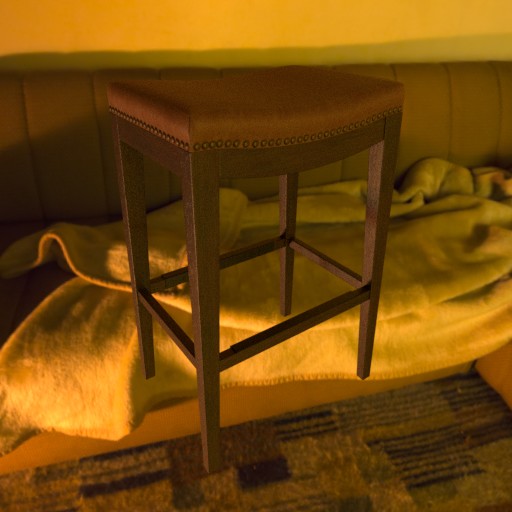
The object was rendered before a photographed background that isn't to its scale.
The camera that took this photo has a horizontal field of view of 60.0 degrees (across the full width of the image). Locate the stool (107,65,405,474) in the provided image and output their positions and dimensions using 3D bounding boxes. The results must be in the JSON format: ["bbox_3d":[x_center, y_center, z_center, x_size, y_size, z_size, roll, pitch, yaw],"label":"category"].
[{"bbox_3d":[0.000,0.000,1.016,0.500,0.759,0.361,-19,35,-30],"label":"stool"}]
